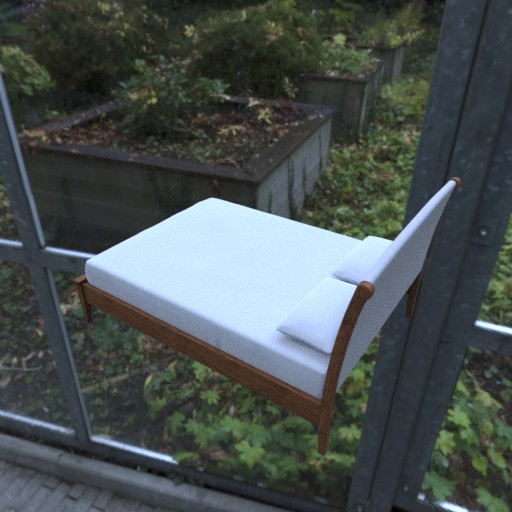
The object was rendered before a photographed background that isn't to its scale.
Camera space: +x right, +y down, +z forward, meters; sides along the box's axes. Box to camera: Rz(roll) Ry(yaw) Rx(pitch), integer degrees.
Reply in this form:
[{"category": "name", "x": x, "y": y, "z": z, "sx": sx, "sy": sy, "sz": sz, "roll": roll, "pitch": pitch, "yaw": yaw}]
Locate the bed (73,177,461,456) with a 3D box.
[{"category": "bed", "x": 0.000, "y": 0.000, "z": 3.038, "sx": 2.108, "sy": 1.135, "sz": 1.502, "roll": 19, "pitch": 36, "yaw": 29}]
